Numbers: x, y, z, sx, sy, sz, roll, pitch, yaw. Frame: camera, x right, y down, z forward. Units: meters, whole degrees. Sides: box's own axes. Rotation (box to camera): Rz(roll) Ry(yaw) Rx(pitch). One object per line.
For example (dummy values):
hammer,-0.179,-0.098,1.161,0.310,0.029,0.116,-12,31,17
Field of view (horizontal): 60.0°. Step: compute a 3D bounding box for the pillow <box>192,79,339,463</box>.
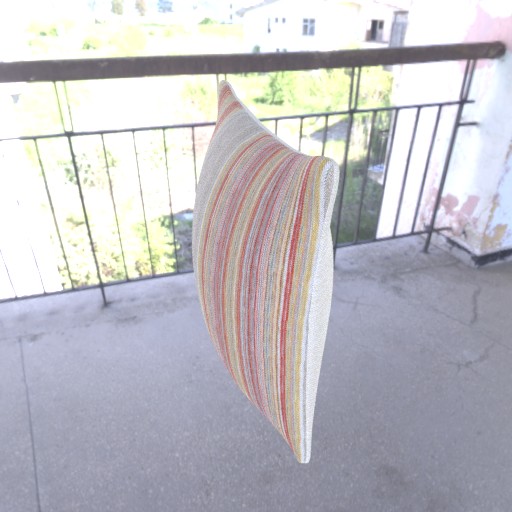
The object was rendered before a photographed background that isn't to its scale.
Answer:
pillow,0.000,0.000,0.684,0.191,0.449,0.451,-8,31,-14
